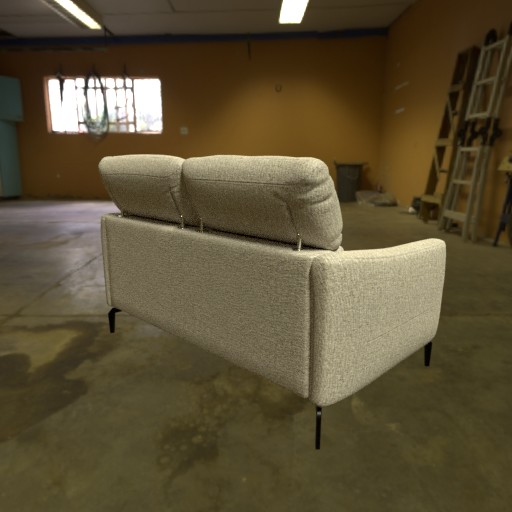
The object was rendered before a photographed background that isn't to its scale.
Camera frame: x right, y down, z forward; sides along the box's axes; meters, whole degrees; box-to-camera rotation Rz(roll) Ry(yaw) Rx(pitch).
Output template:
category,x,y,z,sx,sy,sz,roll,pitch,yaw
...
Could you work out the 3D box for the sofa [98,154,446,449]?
category,x,y,z,sx,sy,sz,roll,pitch,yaw
sofa,0.000,0.000,2.129,1.540,0.950,0.905,12,18,43
